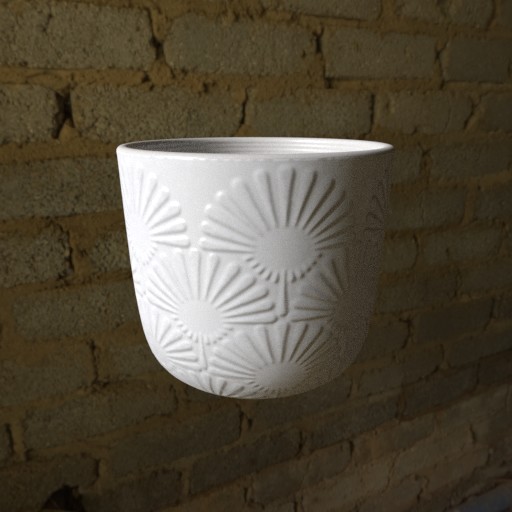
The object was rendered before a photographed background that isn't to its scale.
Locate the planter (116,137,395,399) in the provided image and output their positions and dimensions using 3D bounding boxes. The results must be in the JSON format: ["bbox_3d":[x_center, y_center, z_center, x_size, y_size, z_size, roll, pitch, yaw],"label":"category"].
[{"bbox_3d":[0.000,0.000,0.221,0.124,0.109,0.124,0,18,0],"label":"planter"}]
